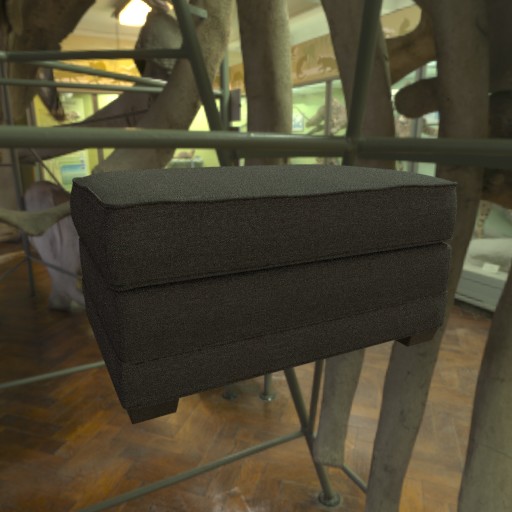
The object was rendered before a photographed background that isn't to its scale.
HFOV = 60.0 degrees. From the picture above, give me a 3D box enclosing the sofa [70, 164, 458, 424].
[{"bbox_3d":[0.000,0.000,1.180,0.854,0.457,0.578,-8,17,-26],"label":"sofa"}]
